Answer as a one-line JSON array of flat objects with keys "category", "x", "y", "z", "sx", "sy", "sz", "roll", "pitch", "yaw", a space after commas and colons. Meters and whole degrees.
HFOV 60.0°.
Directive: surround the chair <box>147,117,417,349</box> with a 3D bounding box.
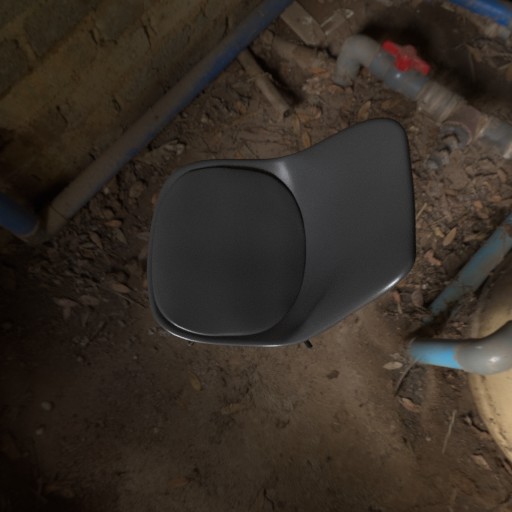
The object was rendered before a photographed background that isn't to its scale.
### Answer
[{"category": "chair", "x": 0.000, "y": 0.000, "z": 1.125, "sx": 0.525, "sy": 0.850, "sz": 0.461, "roll": 1, "pitch": 75, "yaw": 0}]
